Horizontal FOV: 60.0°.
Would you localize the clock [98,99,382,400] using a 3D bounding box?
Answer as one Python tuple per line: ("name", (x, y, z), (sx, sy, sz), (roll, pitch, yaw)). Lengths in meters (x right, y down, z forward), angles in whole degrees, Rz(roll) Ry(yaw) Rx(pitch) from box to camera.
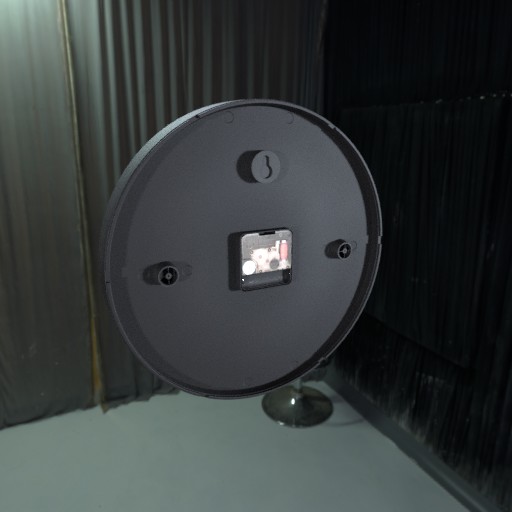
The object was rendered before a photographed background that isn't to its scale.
("clock", (0.000, 0.000, 0.439), (0.293, 0.293, 0.040), (-8, 17, -26))
